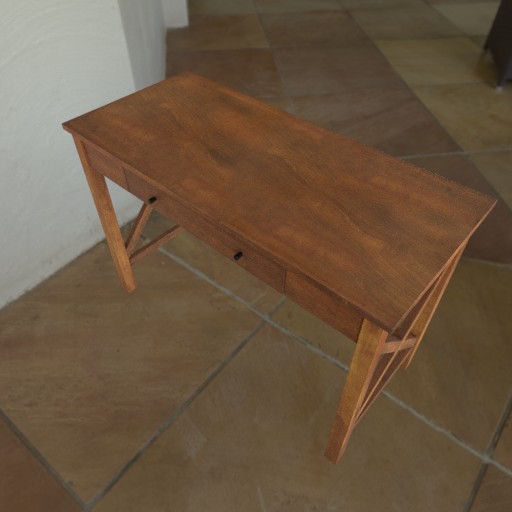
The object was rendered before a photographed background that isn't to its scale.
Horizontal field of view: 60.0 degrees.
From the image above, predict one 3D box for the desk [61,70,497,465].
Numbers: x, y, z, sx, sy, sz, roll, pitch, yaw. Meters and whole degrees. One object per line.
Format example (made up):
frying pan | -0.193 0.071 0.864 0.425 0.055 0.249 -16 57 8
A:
desk | 0.000 0.000 1.474 1.117 0.762 0.508 32 54 28
